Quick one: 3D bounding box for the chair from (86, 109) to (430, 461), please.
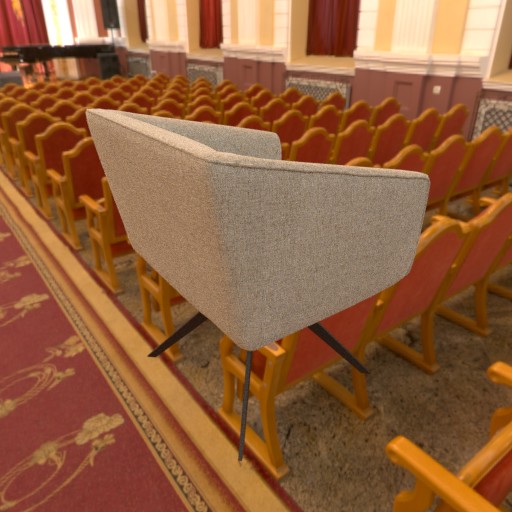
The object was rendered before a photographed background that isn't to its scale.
[{"bbox_3d":[0.000,0.000,1.215,0.623,0.760,0.628,-18,32,-32],"label":"chair"}]
